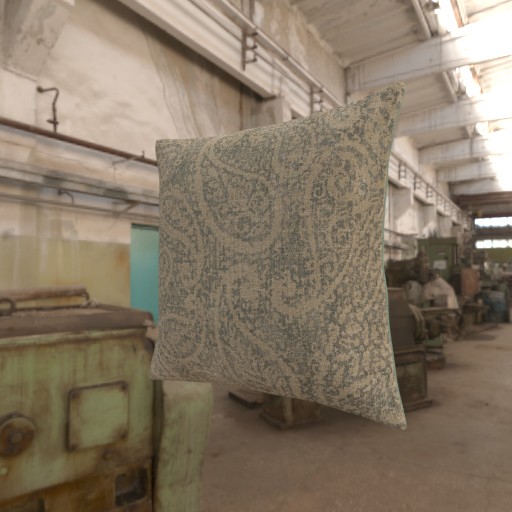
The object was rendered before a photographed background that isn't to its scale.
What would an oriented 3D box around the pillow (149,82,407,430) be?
[{"bbox_3d":[0.000,0.000,0.791,0.526,0.507,0.166,-1,-2,34],"label":"pillow"}]
